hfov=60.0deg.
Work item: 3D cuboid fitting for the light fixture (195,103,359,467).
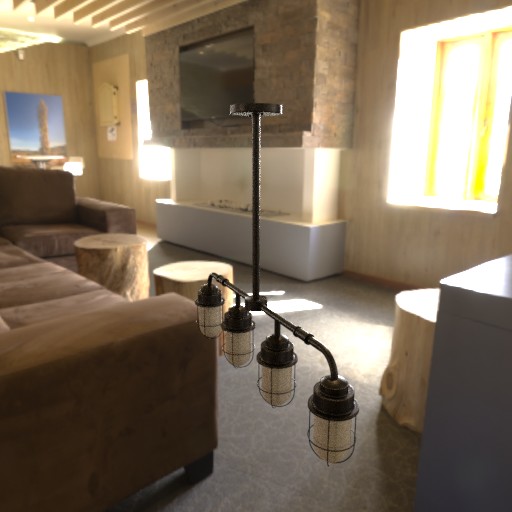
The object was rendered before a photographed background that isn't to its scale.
[{"bbox_3d":[0.000,0.000,1.217,0.131,0.785,0.852,-7,15,-26],"label":"light fixture"}]
